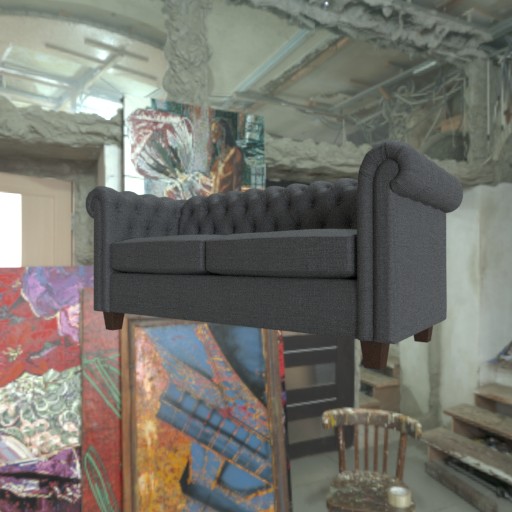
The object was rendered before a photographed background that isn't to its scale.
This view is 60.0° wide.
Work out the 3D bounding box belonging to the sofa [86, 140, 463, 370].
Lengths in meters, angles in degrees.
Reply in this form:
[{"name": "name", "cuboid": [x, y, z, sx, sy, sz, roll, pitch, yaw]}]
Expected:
[{"name": "sofa", "cuboid": [0.000, 0.000, 2.245, 1.798, 0.797, 0.783, 0, -1, 35]}]
